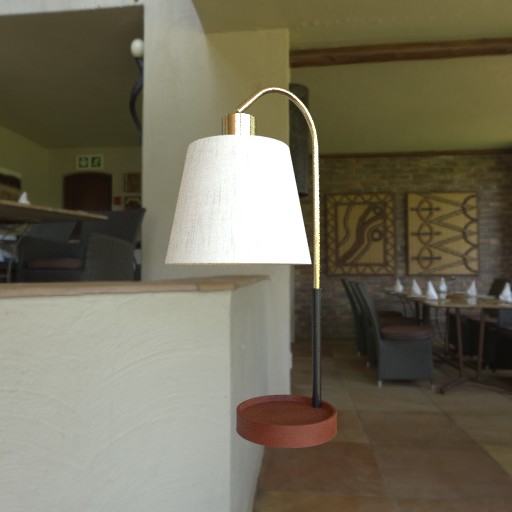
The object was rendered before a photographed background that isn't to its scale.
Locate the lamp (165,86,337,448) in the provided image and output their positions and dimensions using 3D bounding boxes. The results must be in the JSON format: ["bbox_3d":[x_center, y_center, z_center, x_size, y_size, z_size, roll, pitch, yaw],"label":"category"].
[{"bbox_3d":[0.000,0.000,0.666,0.273,0.536,0.211,1,-2,-36],"label":"lamp"}]
